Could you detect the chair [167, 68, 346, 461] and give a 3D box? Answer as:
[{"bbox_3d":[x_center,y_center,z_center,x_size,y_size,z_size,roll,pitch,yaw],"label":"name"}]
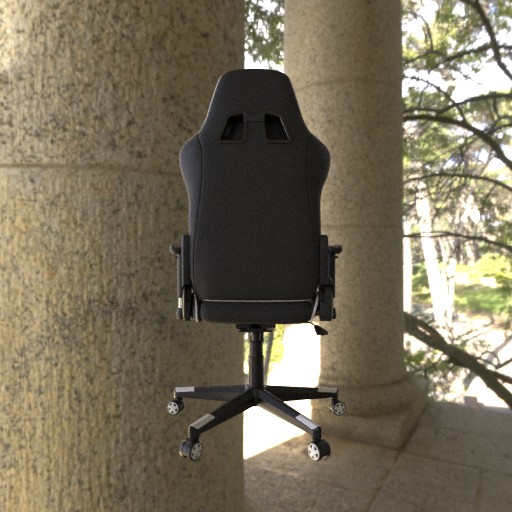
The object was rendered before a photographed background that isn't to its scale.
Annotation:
[{"bbox_3d":[0.000,0.000,1.669,0.700,1.240,0.700,0,0,1],"label":"chair"}]
